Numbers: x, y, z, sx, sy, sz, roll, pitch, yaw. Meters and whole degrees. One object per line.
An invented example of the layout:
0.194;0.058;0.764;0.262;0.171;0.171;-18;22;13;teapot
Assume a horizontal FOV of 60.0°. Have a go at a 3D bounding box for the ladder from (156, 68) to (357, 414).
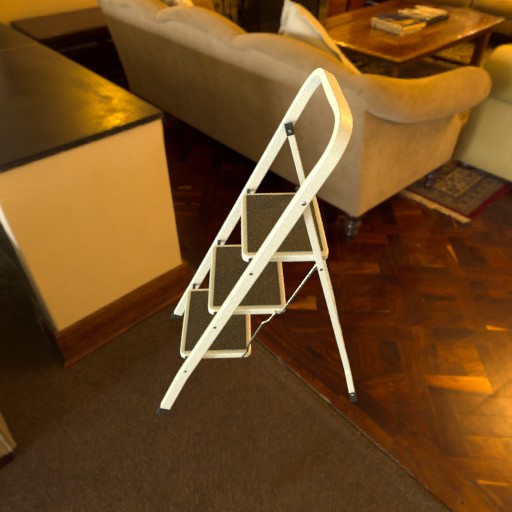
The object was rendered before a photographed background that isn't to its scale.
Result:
0.000;0.000;1.383;0.711;1.050;0.460;-1;41;-1;ladder
